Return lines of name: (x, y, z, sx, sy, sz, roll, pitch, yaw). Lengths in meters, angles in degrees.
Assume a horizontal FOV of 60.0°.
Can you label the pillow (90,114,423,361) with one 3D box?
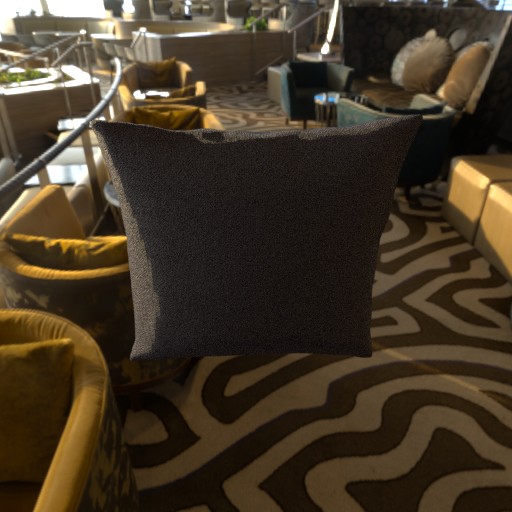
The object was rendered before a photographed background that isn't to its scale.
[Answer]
pillow: (0.000, 0.000, 0.705, 0.452, 0.439, 0.204, -1, 31, -2)
